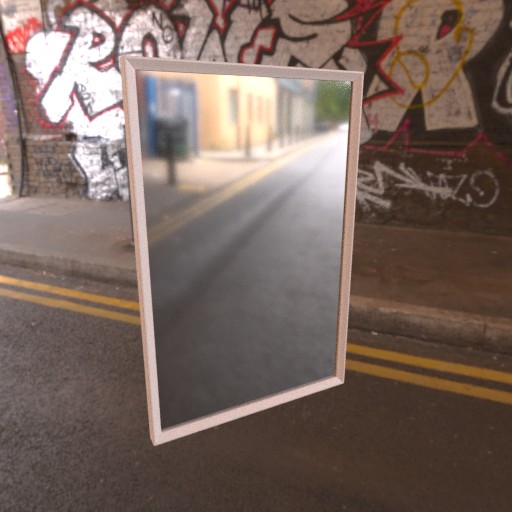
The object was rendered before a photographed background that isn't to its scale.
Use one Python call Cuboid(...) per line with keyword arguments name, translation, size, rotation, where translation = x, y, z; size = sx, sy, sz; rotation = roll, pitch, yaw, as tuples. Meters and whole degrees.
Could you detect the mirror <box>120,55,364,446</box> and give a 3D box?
Cuboid(name="mirror", translation=(0.000, 0.000, 1.151), size=(0.609, 0.915, 0.041), rotation=(-9, 19, -27))
